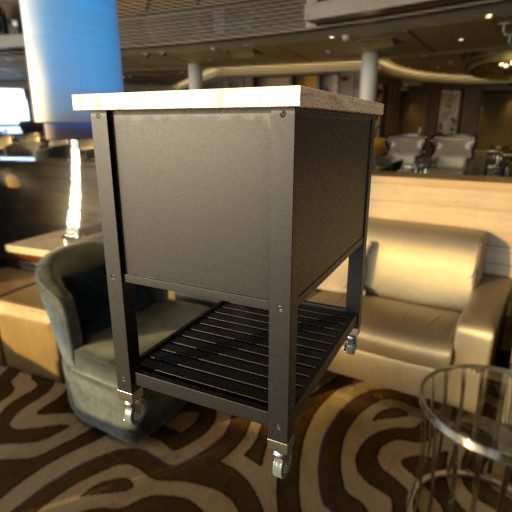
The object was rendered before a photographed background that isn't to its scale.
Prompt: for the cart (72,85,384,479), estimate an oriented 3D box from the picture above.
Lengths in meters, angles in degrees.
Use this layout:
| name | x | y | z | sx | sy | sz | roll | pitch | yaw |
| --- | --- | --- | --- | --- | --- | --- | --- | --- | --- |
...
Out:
| name | x | y | z | sx | sy | sz | roll | pitch | yaw |
| --- | --- | --- | --- | --- | --- | --- | --- | --- | --- |
| cart | 0.000 | 0.000 | 1.386 | 0.567 | 0.920 | 0.797 | 8 | 18 | 25 |
